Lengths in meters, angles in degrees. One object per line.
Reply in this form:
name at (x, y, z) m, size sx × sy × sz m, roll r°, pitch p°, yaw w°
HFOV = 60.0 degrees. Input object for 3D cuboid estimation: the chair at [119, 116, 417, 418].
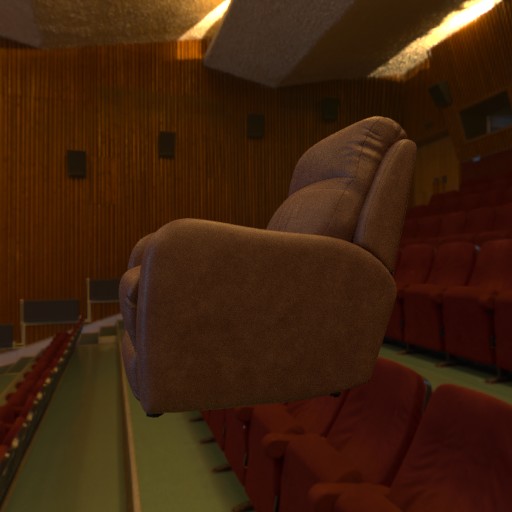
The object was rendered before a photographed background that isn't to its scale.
chair at (0.000, 0.000, 1.816) m, size 1.067 × 1.067 × 0.865 m, roll 0°, pitch 0°, yaw -19°
